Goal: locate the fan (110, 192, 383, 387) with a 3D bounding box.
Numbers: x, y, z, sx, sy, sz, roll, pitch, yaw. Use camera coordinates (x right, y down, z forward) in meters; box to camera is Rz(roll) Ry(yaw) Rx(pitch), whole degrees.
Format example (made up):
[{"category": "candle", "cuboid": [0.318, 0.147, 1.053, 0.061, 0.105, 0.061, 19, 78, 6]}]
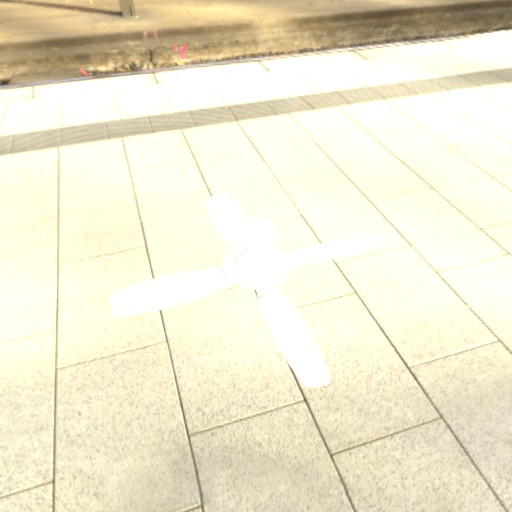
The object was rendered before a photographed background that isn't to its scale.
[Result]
[{"category": "fan", "cuboid": [0.000, 0.000, 2.586, 1.694, 0.382, 1.693, -14, 43, -15]}]
